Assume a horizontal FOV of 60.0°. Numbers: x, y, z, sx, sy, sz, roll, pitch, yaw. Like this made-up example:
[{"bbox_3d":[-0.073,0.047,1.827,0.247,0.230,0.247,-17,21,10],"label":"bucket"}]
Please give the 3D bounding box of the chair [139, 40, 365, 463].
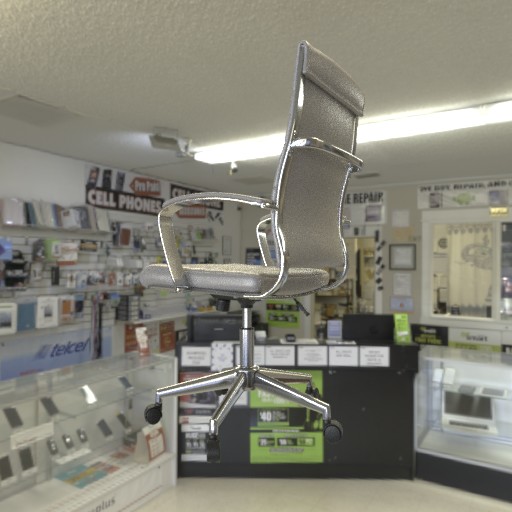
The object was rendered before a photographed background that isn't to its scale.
[{"bbox_3d":[0.000,0.000,1.526,0.667,1.149,0.679,-1,-1,34],"label":"chair"}]
